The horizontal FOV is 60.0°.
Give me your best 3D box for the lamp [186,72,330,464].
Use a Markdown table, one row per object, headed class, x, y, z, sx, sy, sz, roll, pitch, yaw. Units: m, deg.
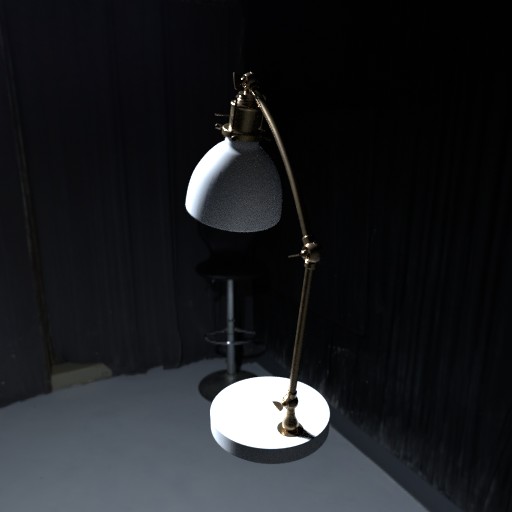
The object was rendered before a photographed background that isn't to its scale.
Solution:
| class | x | y | z | sx | sy | sz | roll | pitch | yaw |
| --- | --- | --- | --- | --- | --- | --- | --- | --- | --- |
| lamp | 0.000 | 0.000 | 0.671 | 0.186 | 0.522 | 0.317 | -8 | 18 | -27 |
